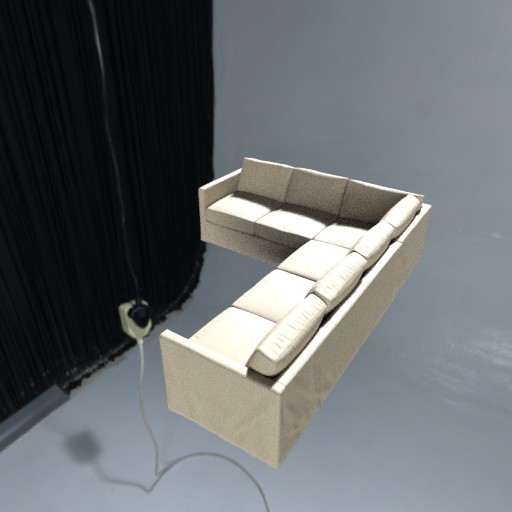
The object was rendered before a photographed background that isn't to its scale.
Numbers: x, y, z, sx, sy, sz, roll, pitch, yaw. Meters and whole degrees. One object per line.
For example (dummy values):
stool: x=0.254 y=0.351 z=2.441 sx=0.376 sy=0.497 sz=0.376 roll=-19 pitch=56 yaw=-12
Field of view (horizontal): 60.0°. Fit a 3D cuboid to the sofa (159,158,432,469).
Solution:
sofa: x=0.000 y=0.000 z=4.283 sx=2.432 sy=0.871 sz=3.182 roll=18 pitch=34 yaw=29
